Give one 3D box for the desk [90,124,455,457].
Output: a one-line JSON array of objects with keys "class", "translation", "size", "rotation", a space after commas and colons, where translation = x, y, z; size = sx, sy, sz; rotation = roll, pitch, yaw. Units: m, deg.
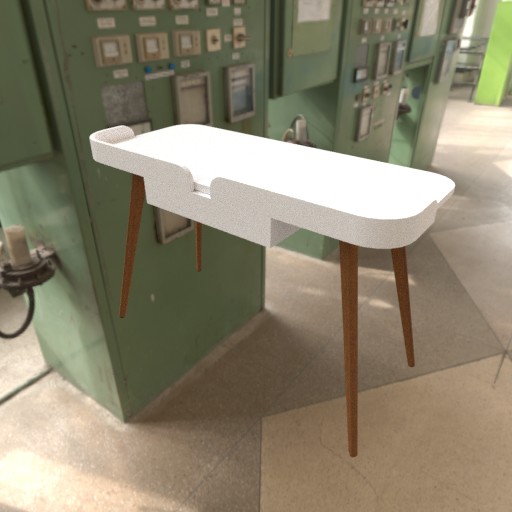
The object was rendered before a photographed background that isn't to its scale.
[{"class": "desk", "translation": [0.000, 0.000, 1.647], "size": [1.206, 0.807, 0.534], "rotation": [21, 36, 32]}]
